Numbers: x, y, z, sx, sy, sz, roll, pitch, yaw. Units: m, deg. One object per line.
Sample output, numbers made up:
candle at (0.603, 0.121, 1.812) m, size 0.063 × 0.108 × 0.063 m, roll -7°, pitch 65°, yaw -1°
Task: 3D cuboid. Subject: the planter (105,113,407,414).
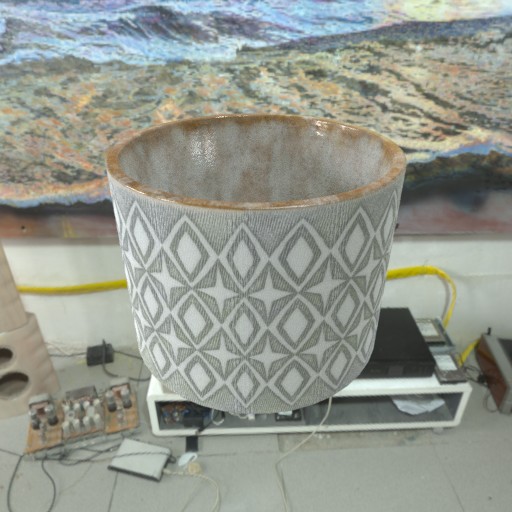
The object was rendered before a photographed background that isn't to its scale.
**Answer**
planter at (0.000, 0.000, 0.446) m, size 0.255 × 0.223 × 0.255 m, roll 0°, pitch 31°, yaw 0°
